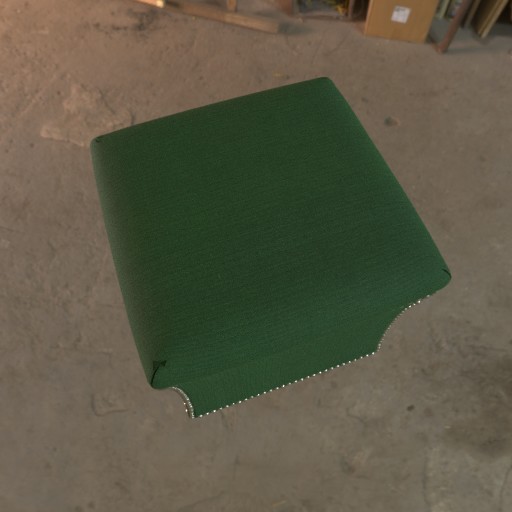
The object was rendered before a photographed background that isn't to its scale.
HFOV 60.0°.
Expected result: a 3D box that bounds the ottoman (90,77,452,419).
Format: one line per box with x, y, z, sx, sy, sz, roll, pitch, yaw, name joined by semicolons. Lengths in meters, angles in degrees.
0.000;0.000;0.929;0.507;0.475;0.497;-17;64;-9;ottoman
